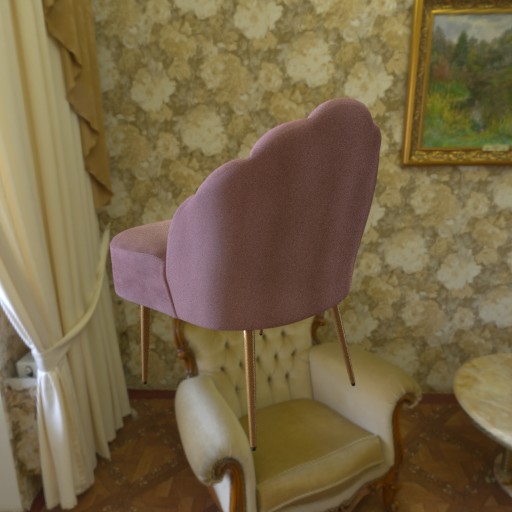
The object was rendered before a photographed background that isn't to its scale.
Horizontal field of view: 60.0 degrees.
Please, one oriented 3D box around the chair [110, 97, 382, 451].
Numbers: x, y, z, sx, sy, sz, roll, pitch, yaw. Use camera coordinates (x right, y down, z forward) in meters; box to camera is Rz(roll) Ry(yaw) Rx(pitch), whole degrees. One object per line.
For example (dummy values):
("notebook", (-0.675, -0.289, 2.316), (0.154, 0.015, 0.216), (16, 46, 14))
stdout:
("chair", (0.000, 0.000, 1.259), (0.657, 0.819, 0.599), (-14, 21, -41))
